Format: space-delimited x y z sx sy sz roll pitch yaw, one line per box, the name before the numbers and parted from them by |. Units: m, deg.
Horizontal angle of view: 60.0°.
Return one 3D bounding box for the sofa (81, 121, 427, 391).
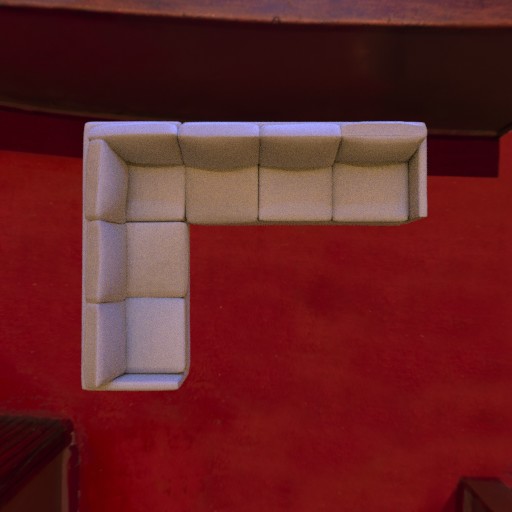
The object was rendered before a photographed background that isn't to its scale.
sofa | 0.000 0.000 4.427 3.301 0.947 2.592 0 89 0
